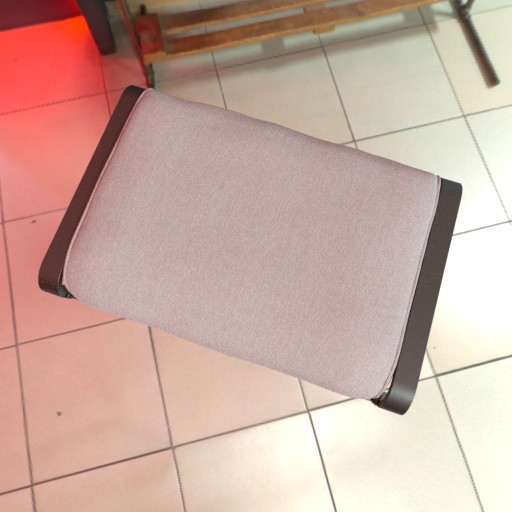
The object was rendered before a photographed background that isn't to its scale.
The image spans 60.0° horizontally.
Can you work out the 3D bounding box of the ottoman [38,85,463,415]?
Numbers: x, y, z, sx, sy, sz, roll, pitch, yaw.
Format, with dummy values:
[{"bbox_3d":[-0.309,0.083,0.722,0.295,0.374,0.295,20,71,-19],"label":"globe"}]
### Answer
[{"bbox_3d":[0.000,0.000,0.884,0.610,0.422,0.406,18,76,5],"label":"ottoman"}]
